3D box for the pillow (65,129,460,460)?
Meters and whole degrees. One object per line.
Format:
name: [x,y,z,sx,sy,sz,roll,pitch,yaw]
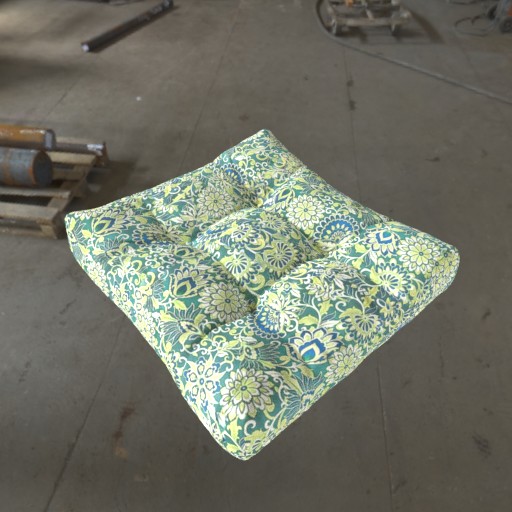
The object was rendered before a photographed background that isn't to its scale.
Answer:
pillow: [0.000,0.000,0.744,0.468,0.128,0.490,-31,53,-27]
